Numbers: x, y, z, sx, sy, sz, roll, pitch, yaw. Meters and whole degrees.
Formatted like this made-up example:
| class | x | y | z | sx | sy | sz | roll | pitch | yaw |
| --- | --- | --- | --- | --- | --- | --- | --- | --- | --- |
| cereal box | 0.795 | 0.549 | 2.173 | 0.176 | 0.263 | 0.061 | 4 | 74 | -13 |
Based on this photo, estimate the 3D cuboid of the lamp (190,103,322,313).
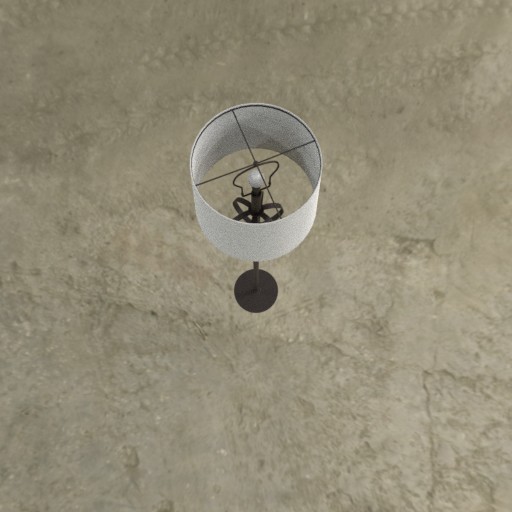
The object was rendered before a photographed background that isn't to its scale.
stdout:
| class | x | y | z | sx | sy | sz | roll | pitch | yaw |
| --- | --- | --- | --- | --- | --- | --- | --- | --- | --- |
| lamp | 0.000 | 0.000 | 1.548 | 0.286 | 1.462 | 0.286 | 37 | 79 | 9 |
